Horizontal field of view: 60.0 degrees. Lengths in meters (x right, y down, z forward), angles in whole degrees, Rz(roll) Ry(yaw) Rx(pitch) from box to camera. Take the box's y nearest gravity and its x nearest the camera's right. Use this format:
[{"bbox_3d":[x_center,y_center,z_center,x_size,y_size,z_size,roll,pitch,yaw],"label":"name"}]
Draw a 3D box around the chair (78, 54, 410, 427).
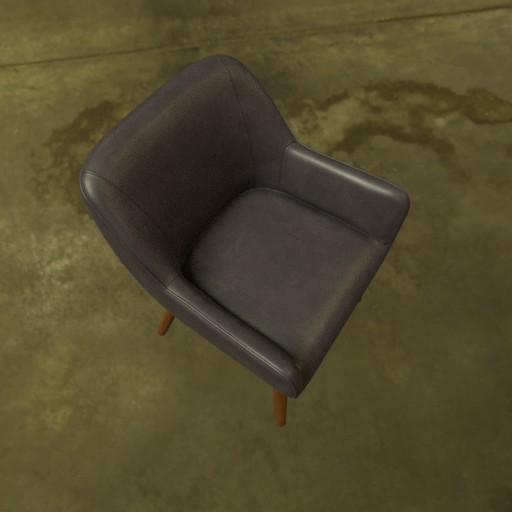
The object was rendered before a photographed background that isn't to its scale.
[{"bbox_3d":[0.000,0.000,1.256,0.610,0.828,0.610,30,63,17],"label":"chair"}]
